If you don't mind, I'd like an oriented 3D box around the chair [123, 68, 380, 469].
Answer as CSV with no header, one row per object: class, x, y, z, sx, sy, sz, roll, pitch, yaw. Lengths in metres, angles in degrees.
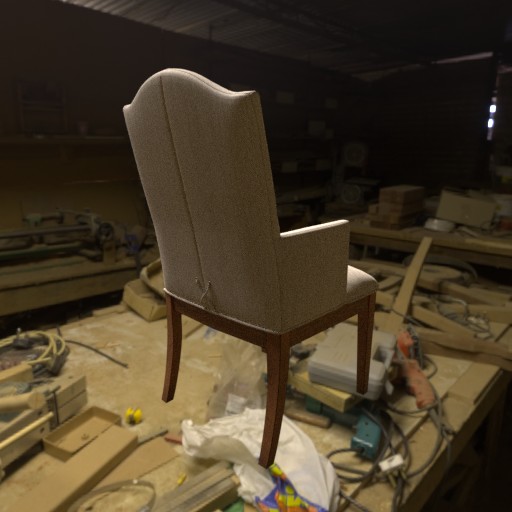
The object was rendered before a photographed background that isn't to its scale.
chair,0.000,0.000,1.374,0.533,1.016,0.641,13,19,42
